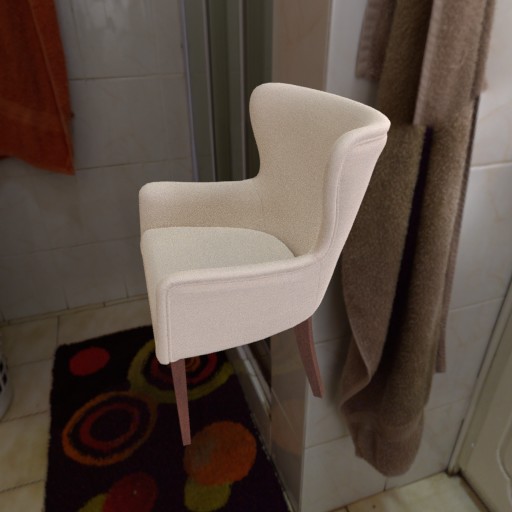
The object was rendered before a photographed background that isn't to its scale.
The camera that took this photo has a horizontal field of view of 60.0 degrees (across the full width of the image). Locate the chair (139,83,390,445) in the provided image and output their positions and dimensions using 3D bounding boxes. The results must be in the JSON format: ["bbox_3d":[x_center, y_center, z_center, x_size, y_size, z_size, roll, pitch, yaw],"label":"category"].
[{"bbox_3d":[0.000,0.000,1.503,0.744,0.990,0.696,-9,32,-14],"label":"chair"}]
